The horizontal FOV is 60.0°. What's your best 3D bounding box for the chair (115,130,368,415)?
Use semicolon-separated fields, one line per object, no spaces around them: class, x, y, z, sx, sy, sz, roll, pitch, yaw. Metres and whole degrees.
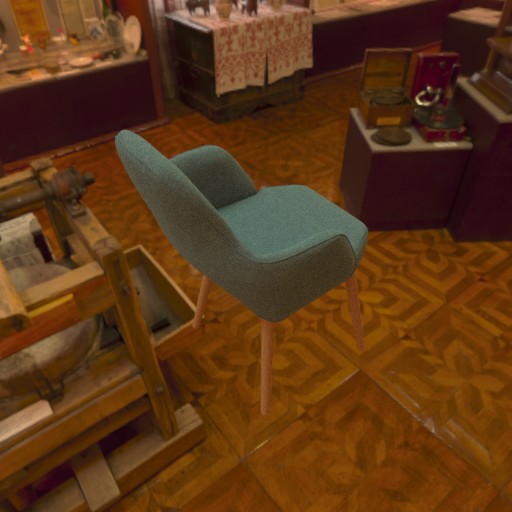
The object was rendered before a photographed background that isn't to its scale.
chair;0.000;0.000;1.352;0.666;0.920;0.589;-25;47;-26
